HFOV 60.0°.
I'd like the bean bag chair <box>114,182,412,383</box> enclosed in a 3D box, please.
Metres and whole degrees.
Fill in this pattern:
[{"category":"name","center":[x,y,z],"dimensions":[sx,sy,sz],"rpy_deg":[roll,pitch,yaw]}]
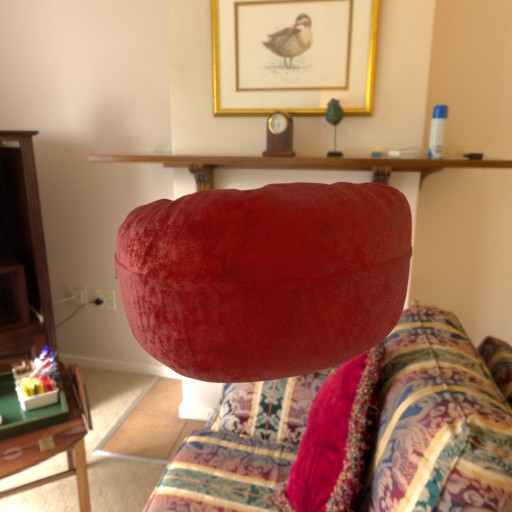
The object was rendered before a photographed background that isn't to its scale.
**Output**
[{"category":"bean bag chair","center":[0.000,0.000,2.423],"dimensions":[1.524,0.878,1.524],"rpy_deg":[-7,16,-26]}]
